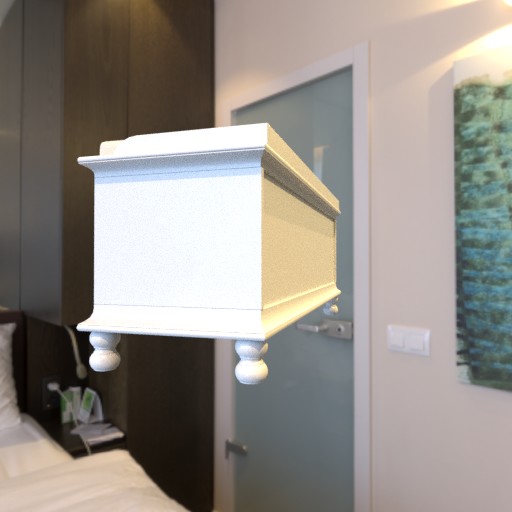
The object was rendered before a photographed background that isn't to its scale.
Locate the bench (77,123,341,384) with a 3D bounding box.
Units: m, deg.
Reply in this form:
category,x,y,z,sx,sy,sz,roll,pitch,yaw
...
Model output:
category,x,y,z,sx,sy,sz,roll,pitch,yaw
bench,0.000,0.000,1.416,0.402,0.486,1.185,0,-1,17
